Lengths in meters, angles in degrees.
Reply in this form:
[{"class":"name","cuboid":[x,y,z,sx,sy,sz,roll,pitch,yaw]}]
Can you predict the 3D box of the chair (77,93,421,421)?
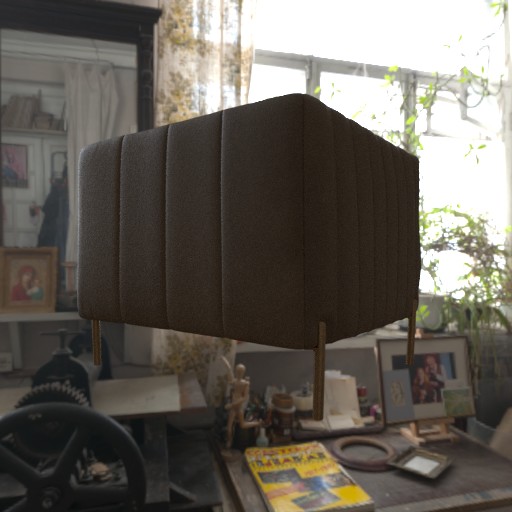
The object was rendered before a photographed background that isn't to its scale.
[{"class":"chair","cuboid":[0.000,0.000,1.606,0.981,0.779,0.876,0,0,36]}]
